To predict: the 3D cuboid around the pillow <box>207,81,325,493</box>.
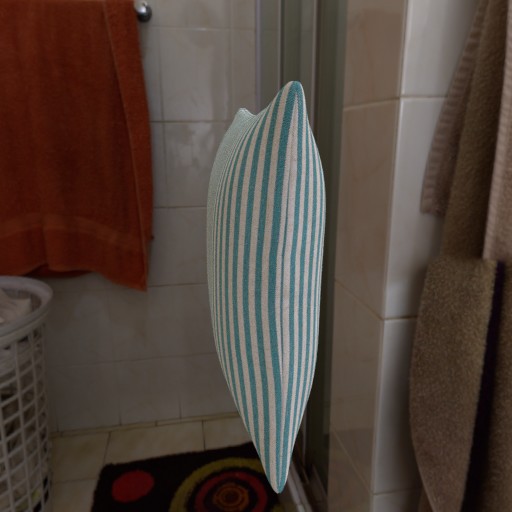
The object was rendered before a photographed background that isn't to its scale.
[{"bbox_3d":[0.000,0.000,0.763,0.166,0.510,0.523,-2,16,-8],"label":"pillow"}]
